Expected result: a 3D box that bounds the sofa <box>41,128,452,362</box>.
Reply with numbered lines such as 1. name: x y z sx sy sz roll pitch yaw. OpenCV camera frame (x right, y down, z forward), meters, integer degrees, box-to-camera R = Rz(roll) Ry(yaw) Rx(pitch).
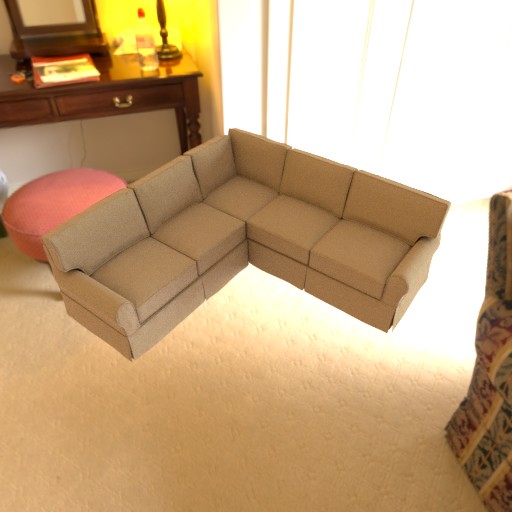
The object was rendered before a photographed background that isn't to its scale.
1. sofa: 0.000 0.000 4.270 2.733 1.124 2.730 26 47 27
